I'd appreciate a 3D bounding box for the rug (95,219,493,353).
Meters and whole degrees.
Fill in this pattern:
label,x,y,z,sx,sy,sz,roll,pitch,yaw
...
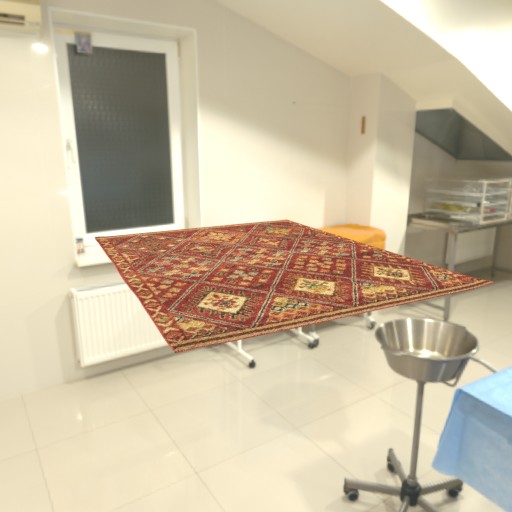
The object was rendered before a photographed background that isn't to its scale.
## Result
label,x,y,z,sx,sy,sz,roll,pitch,yaw
rug,0.000,0.000,4.144,2.489,0.030,3.086,-7,17,-26
